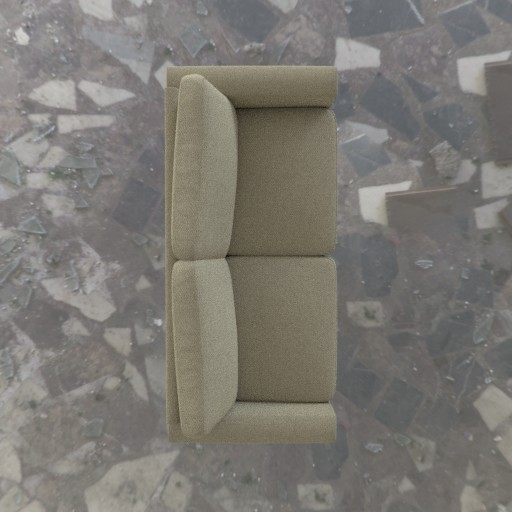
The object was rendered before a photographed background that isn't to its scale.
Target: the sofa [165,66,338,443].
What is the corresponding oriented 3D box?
[{"bbox_3d":[0.000,0.000,2.669,1.016,0.873,2.179,0,91,0],"label":"sofa"}]
